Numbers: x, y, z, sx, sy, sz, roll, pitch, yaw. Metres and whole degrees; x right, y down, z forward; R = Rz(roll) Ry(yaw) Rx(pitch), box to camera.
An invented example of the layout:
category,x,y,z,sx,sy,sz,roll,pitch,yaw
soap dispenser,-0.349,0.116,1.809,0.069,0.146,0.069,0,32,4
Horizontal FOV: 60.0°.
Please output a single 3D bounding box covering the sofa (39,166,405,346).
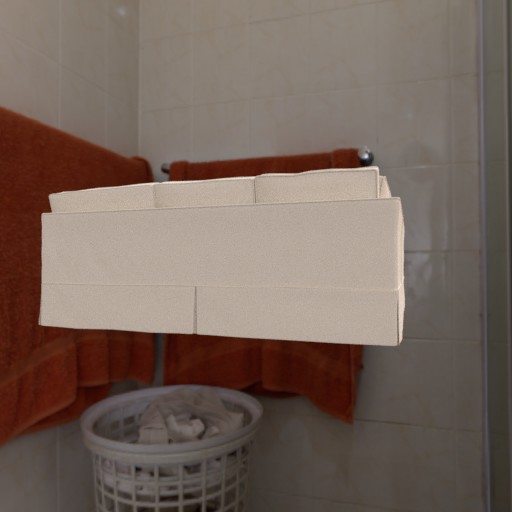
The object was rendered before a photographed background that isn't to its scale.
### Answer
category,x,y,z,sx,sy,sz,roll,pitch,yaw
sofa,0.000,0.000,4.105,2.597,1.070,2.591,0,-1,19
